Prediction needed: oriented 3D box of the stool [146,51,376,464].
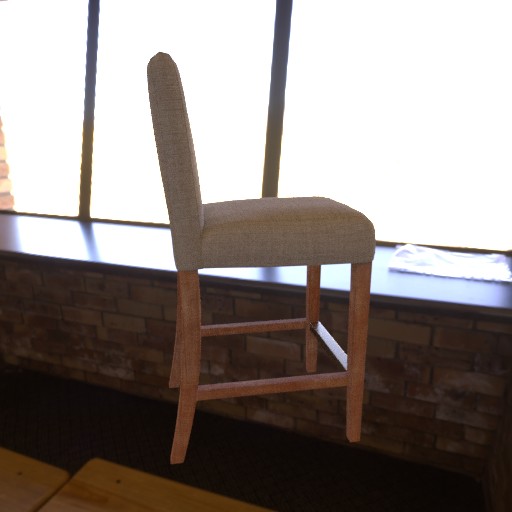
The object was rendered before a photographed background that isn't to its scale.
[{"bbox_3d":[0.000,0.000,1.313,0.567,1.039,0.454,-3,16,-11],"label":"stool"}]
